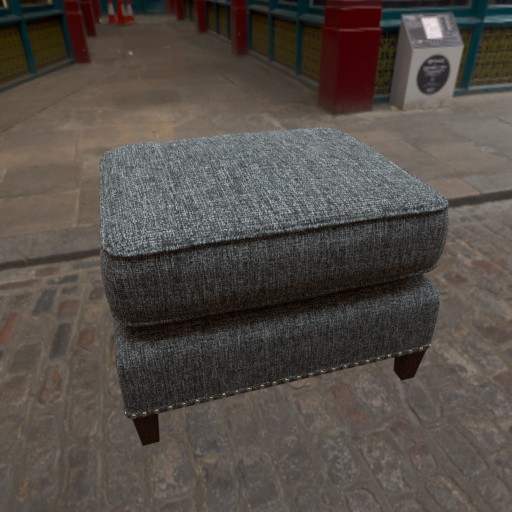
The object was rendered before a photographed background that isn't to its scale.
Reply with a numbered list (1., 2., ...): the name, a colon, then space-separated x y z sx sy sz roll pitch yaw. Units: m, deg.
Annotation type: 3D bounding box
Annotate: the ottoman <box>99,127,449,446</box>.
1. ottoman: 0.000 0.000 1.145 0.738 0.537 0.589 -9 34 -14
